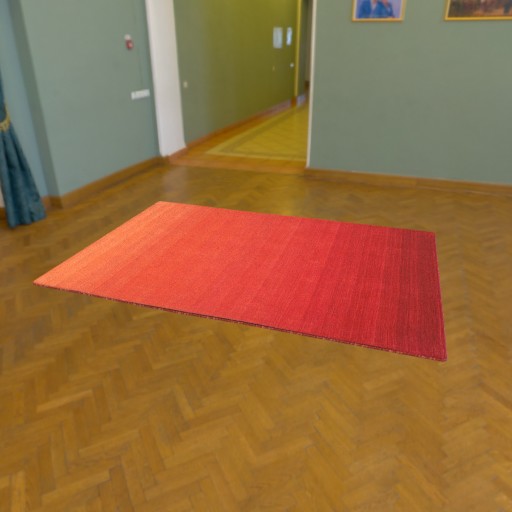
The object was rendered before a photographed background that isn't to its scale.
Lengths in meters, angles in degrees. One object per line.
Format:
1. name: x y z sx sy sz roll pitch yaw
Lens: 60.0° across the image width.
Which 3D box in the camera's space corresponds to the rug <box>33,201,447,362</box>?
1. rug: 0.000 0.000 2.355 1.835 0.018 1.230 8 27 16
